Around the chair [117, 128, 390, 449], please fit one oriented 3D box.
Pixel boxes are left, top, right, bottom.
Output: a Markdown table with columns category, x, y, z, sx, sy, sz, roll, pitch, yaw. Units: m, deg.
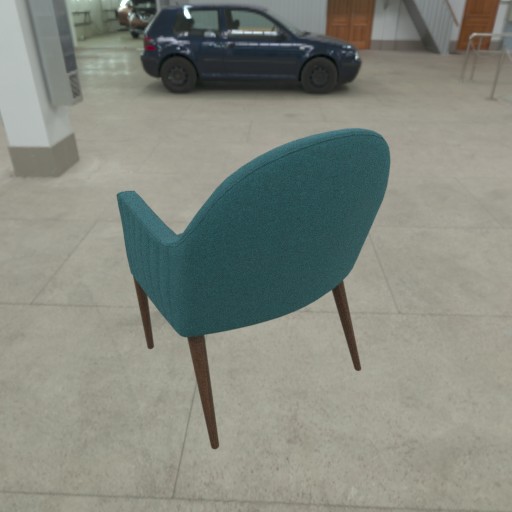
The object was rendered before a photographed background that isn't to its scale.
| category | x | y | z | sx | sy | sz | roll | pitch | yaw |
| --- | --- | --- | --- | --- | --- | --- | --- | --- | --- |
| chair | 0.000 | 0.000 | 1.379 | 0.656 | 0.907 | 0.652 | -18 | 35 | -28 |
